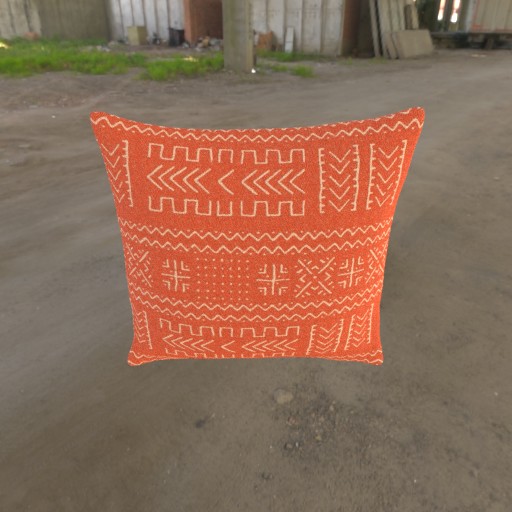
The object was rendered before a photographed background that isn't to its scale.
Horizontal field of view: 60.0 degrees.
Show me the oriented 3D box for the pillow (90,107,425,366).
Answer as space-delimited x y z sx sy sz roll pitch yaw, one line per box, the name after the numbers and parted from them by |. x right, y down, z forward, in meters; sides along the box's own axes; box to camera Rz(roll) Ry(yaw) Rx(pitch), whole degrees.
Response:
0.000 0.000 0.667 0.438 0.429 0.164 0 29 -1 | pillow
